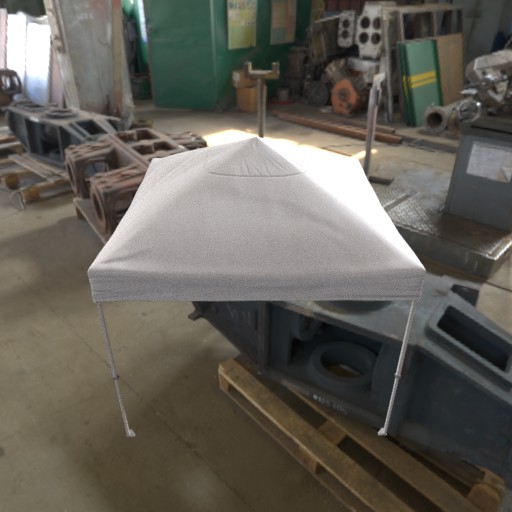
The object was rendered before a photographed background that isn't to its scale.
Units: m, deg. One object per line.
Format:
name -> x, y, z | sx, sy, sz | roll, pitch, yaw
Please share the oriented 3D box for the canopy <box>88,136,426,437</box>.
canopy -> 0.000, 0.000, 5.533 | 2.998, 2.997, 2.996 | 0, 31, 0
